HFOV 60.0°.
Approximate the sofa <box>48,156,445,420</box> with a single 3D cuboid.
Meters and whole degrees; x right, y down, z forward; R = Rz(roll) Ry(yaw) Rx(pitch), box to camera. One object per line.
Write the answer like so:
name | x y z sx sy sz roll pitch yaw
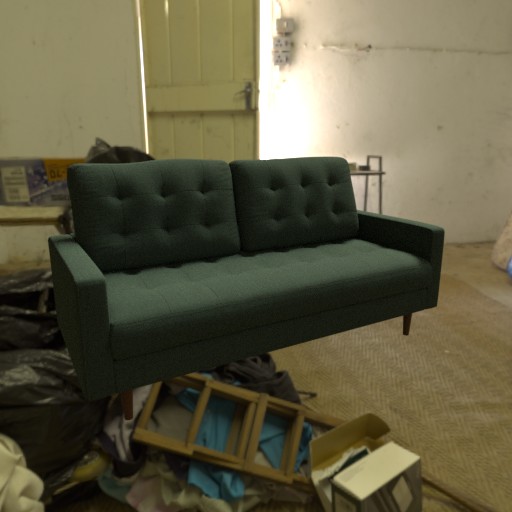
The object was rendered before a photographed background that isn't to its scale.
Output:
sofa | 0.000 0.000 2.464 2.010 1.050 0.966 -8 17 -29
